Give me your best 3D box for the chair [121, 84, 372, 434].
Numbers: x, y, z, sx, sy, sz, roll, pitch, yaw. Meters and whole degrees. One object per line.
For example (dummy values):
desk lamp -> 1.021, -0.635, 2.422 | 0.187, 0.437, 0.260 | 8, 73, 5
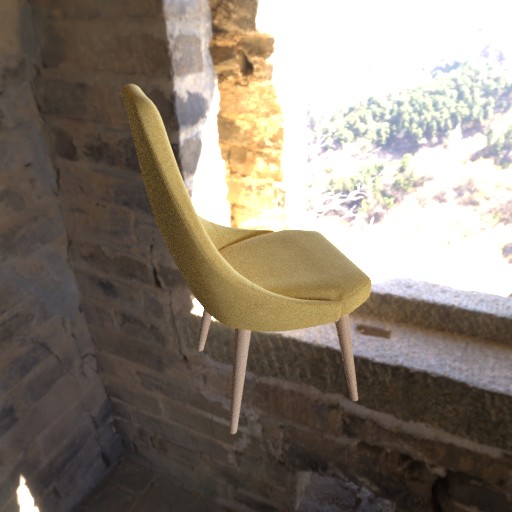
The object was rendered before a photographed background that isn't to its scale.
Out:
chair -> 0.000, 0.000, 1.404 | 0.660, 1.040, 0.510 | -11, 32, -18
